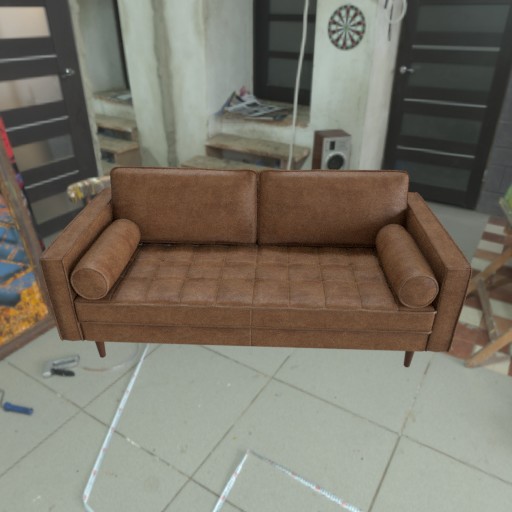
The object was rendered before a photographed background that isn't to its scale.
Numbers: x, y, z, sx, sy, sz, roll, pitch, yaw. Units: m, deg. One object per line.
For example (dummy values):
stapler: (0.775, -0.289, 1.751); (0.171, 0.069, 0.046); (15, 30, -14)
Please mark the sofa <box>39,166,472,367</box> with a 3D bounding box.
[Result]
sofa: (0.000, 0.000, 2.402); (1.920, 0.825, 0.924); (1, 29, 2)
